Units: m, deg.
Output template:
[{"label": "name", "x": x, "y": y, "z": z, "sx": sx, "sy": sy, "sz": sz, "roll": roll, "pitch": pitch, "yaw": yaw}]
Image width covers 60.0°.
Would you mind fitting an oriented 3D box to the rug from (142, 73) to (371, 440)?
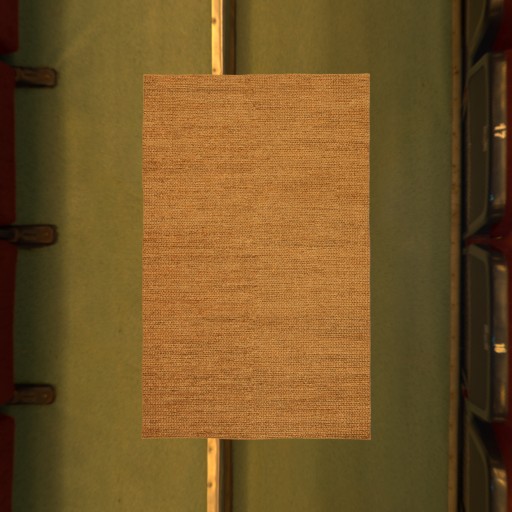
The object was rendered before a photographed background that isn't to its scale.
[{"label": "rug", "x": 0.000, "y": 0.000, "z": 2.957, "sx": 1.521, "sy": 0.034, "sz": 2.438, "roll": 0, "pitch": 89, "yaw": 1}]
